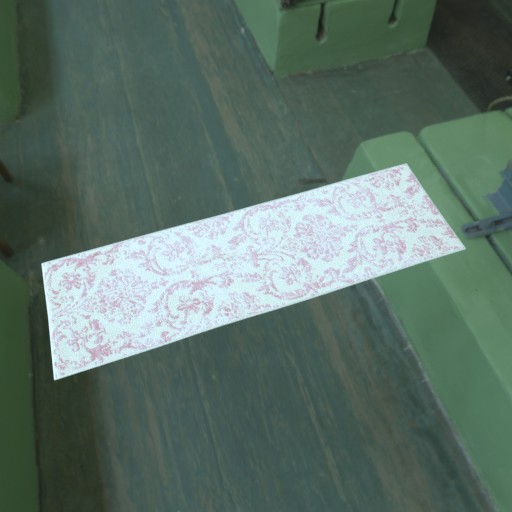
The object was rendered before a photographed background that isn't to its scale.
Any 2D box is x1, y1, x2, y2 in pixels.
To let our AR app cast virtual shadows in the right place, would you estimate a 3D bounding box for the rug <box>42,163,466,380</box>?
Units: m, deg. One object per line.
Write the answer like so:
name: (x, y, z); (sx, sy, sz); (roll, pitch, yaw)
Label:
rug: (0.000, 0.000, 2.390); (2.196, 0.011, 0.662); (-16, 60, -10)
